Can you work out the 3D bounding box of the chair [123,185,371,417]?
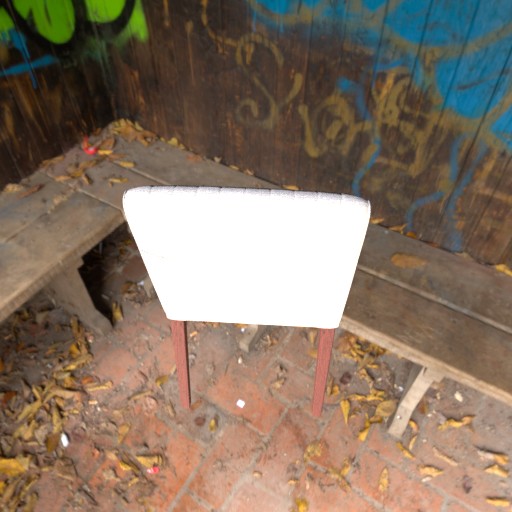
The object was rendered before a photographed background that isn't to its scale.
[{"bbox_3d":[0.000,0.000,1.248,0.480,0.900,0.594,3,47,3],"label":"chair"}]
